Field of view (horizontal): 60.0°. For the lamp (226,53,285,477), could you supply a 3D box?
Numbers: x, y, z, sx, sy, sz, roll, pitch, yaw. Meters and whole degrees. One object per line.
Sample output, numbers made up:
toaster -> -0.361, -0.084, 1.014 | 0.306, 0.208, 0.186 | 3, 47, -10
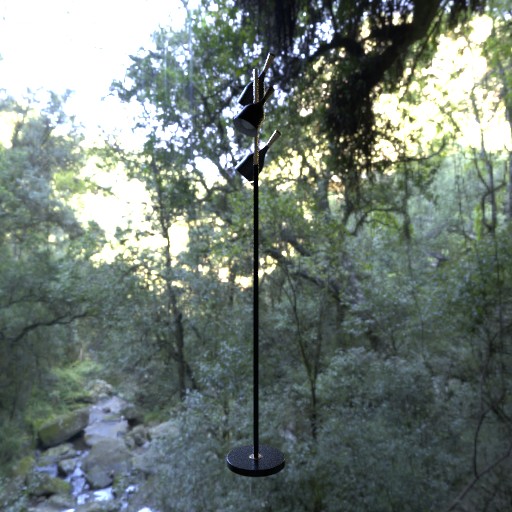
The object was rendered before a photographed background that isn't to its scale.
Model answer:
lamp -> 0.000, 0.000, 1.917 | 0.253, 1.778, 0.434 | 0, -1, 1
